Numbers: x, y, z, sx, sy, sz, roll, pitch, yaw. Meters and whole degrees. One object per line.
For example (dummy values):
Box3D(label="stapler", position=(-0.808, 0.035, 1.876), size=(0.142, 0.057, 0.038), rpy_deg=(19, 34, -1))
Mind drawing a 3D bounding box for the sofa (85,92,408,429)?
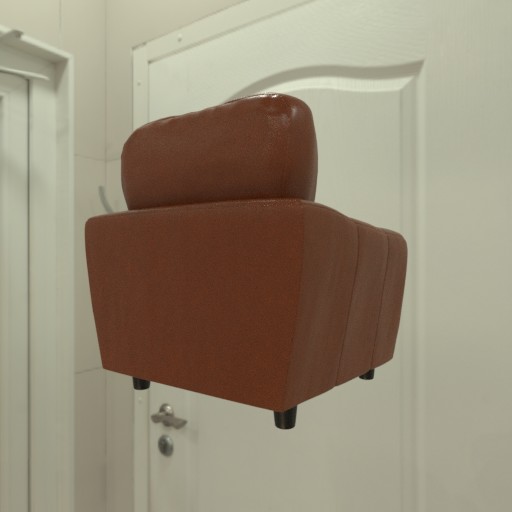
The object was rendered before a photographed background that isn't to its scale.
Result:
Box3D(label="sofa", position=(0.000, 0.000, 1.515), size=(0.836, 0.876, 0.789), rpy_deg=(0, 0, 36))
